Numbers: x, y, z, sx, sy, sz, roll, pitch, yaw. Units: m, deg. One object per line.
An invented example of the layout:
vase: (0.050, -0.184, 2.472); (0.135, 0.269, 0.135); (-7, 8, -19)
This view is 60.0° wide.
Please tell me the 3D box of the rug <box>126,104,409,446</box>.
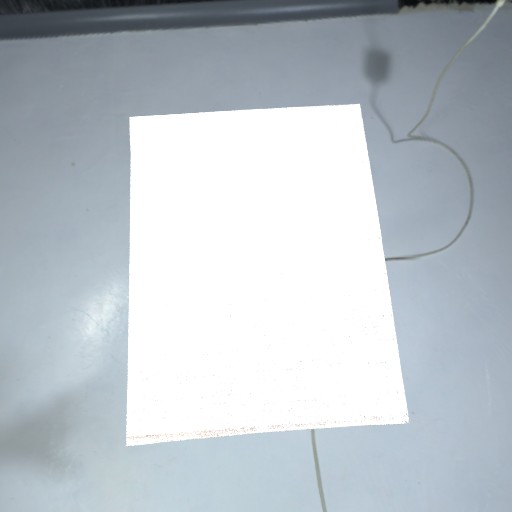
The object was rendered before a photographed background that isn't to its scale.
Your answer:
rug: (0.000, 0.000, 4.979); (2.873, 0.053, 3.778); (-4, 74, -1)
